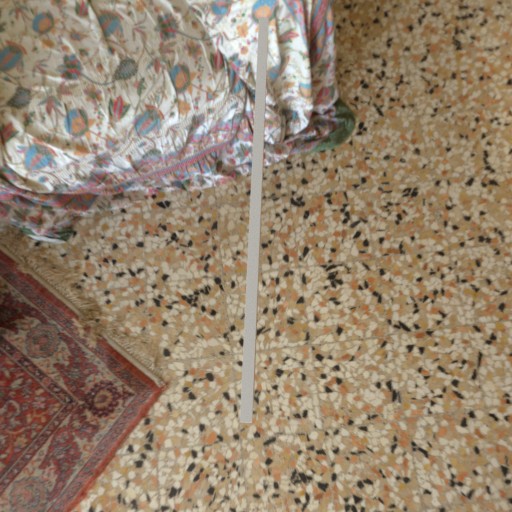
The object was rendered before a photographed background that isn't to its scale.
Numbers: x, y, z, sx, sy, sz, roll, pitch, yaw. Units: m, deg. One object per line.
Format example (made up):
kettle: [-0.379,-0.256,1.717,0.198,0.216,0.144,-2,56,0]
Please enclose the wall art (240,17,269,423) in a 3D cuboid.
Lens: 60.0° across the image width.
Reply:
wall art: [0.000,0.000,0.770,0.012,0.557,0.482,2,76,1]
